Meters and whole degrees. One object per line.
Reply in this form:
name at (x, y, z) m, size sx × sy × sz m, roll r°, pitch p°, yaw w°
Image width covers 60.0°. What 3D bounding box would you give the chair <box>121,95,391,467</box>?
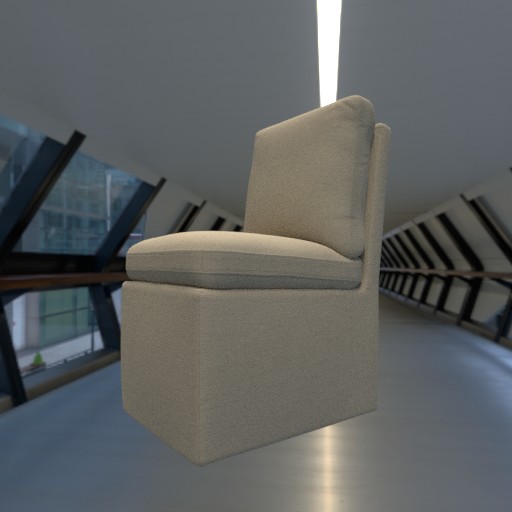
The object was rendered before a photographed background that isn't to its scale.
chair at (0.000, 0.000, 1.336) m, size 0.698 × 0.927 × 0.503 m, roll 0°, pitch -1°, yaw -37°
